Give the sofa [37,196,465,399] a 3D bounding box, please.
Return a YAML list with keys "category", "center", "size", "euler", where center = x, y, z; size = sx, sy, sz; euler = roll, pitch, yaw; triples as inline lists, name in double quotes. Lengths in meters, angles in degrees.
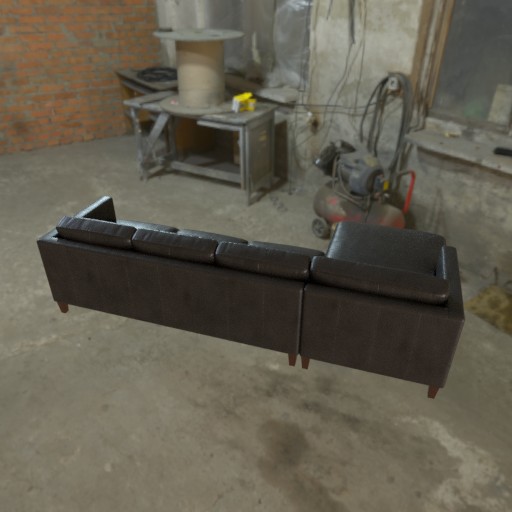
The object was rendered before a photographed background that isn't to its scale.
- category: "sofa"
  center: [0.000, 0.000, 3.913]
  size: [3.203, 0.883, 1.581]
  euler: [10, 33, 15]
